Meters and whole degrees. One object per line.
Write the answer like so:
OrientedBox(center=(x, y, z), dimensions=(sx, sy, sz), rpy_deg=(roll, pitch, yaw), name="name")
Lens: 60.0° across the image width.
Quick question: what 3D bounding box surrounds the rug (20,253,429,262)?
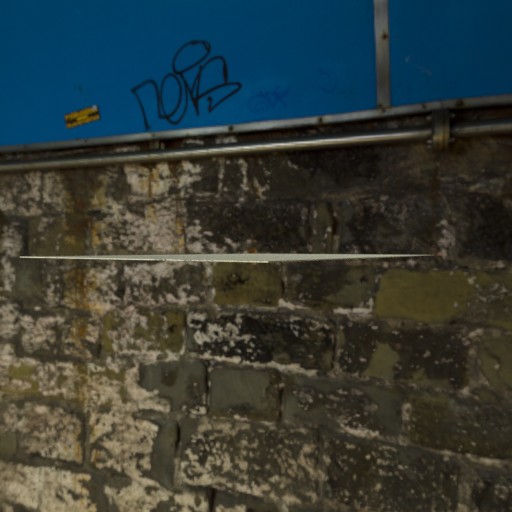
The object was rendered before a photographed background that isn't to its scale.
OrientedBox(center=(0.000, 0.000, 4.196), dimensions=(2.438, 0.006, 3.197), rpy_deg=(1, 1, 36), name="rug")
